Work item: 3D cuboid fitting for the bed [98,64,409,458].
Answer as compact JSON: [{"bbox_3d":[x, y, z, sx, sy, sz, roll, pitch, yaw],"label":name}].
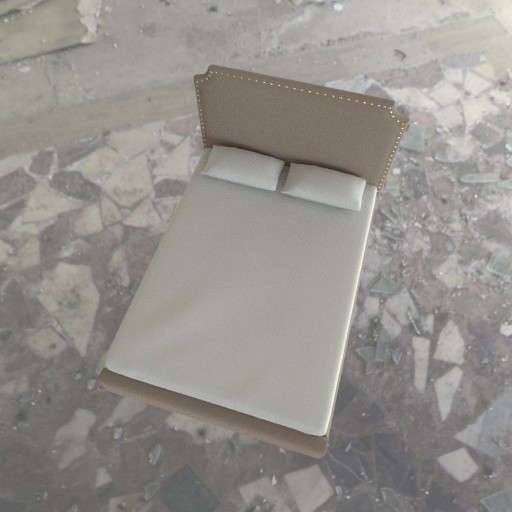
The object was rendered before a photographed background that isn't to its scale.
[{"bbox_3d":[0.000,0.000,3.402,1.713,1.443,2.372,15,61,8],"label":"bed"}]
